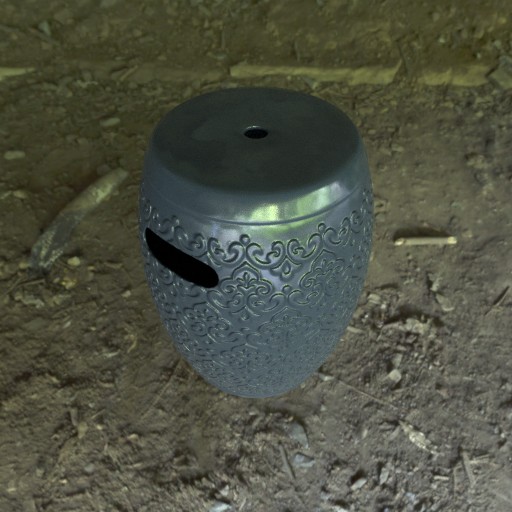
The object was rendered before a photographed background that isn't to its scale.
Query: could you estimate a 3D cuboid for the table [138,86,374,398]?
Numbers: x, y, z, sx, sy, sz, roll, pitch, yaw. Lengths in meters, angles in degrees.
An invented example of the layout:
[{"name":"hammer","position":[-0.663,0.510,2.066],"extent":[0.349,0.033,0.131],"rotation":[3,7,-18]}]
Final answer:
[{"name":"table","position":[0.000,0.000,0.631],"extent":[0.309,0.397,0.309],"rotation":[0,46,0]}]
